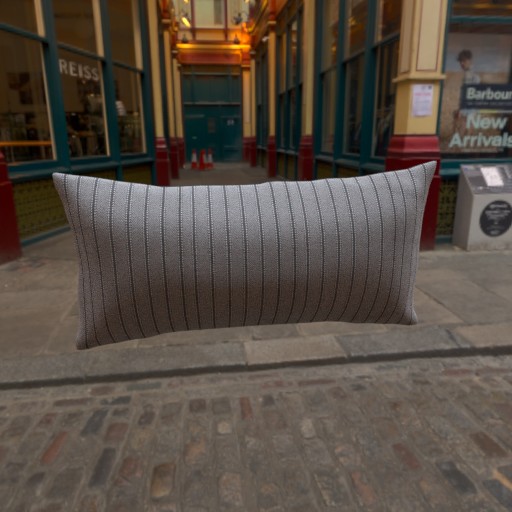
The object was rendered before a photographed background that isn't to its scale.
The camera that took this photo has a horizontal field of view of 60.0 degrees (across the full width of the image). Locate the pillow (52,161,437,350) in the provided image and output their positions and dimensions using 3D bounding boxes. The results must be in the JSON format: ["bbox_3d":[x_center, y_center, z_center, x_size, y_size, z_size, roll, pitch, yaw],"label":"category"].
[{"bbox_3d":[0.000,0.000,0.738,0.609,0.305,0.151,-2,16,-8],"label":"pillow"}]
